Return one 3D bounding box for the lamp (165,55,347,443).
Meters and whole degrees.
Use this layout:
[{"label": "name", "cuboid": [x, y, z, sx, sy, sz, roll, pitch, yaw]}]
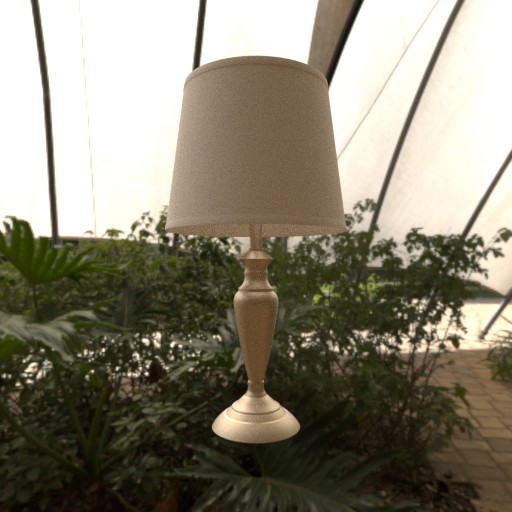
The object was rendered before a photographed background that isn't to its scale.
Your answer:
[{"label": "lamp", "cuboid": [0.000, 0.000, 0.814, 0.328, 0.619, 0.328, 0, -1, 0]}]
